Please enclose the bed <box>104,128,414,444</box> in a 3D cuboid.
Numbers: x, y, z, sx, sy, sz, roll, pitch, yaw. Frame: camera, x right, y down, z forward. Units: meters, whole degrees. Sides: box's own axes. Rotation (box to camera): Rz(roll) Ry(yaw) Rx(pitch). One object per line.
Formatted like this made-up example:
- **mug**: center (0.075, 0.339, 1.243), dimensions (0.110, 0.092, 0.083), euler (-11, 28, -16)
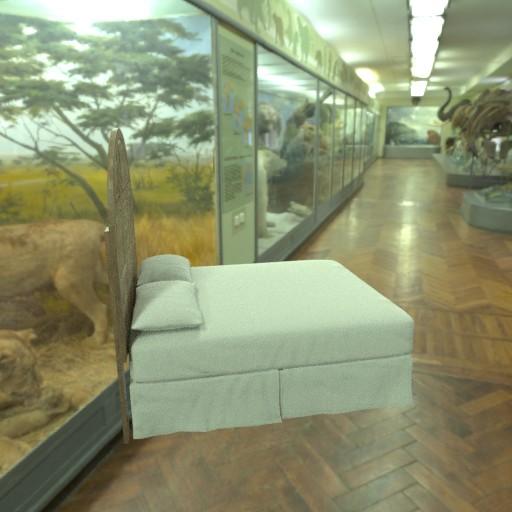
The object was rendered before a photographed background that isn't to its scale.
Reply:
- **bed**: center (0.000, 0.000, 3.611), dimensions (2.112, 2.002, 1.713), euler (-3, 16, -11)
